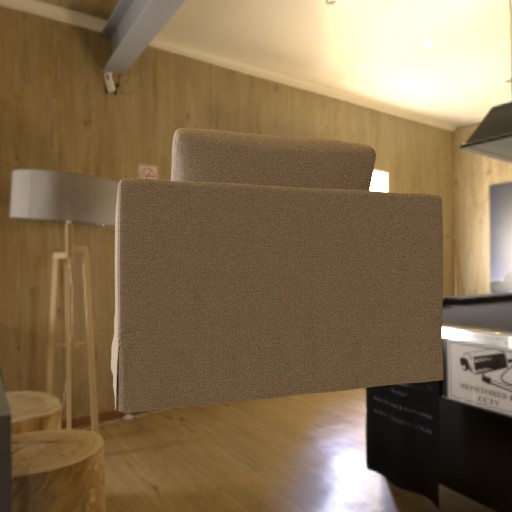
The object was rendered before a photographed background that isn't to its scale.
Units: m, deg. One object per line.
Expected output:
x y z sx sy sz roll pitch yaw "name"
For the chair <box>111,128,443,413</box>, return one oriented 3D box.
0.000 0.000 1.850 1.150 0.878 0.957 0 0 -18 "chair"
